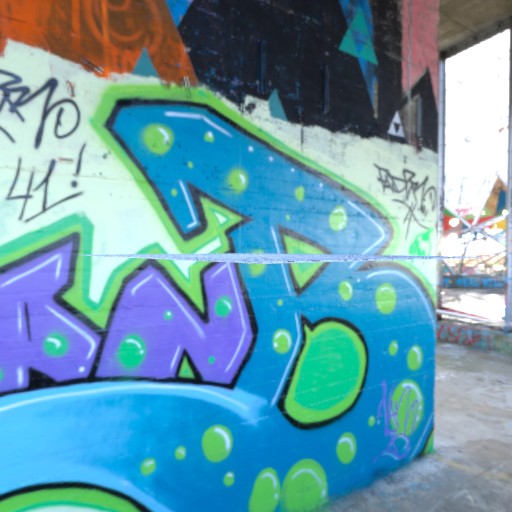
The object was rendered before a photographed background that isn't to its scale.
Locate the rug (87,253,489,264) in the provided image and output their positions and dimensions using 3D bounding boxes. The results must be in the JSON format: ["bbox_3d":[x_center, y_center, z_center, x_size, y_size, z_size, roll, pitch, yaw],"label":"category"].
[{"bbox_3d":[0.000,0.000,2.126,1.190,0.003,1.634,-1,1,-37],"label":"rug"}]
